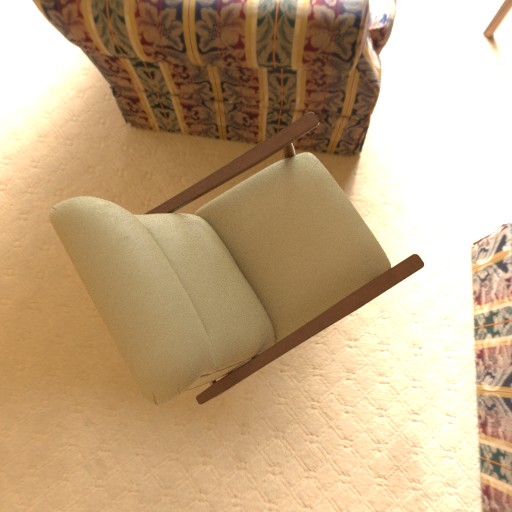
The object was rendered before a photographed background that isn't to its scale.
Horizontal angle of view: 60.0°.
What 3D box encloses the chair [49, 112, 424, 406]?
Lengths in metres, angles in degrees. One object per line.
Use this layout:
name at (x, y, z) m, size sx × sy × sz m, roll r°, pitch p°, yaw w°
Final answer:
chair at (0.000, 0.000, 1.736) m, size 1.014 × 1.082 × 0.762 m, roll -31°, pitch 77°, yaw -8°
